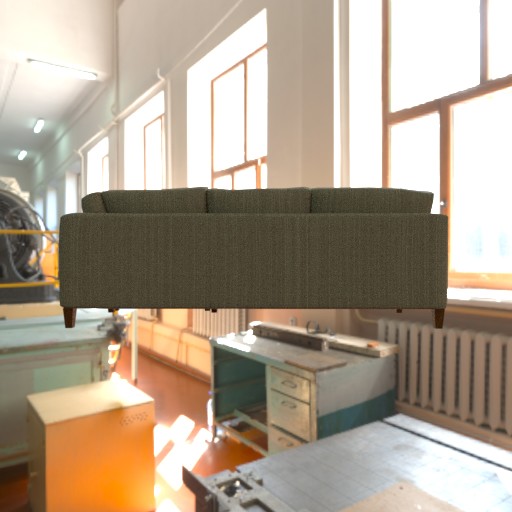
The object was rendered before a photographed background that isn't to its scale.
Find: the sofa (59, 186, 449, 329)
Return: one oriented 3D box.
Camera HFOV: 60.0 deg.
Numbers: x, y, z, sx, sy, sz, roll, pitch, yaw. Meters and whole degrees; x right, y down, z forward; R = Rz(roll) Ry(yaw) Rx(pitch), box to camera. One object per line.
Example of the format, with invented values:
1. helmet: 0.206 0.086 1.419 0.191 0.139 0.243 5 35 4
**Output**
1. sofa: 0.000 0.000 4.597 2.594 0.961 3.460 0 0 1
